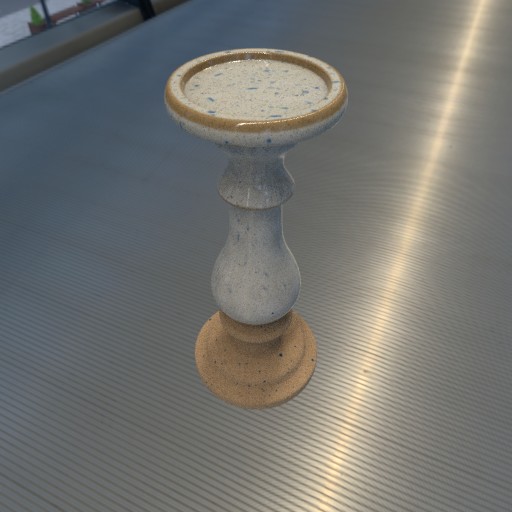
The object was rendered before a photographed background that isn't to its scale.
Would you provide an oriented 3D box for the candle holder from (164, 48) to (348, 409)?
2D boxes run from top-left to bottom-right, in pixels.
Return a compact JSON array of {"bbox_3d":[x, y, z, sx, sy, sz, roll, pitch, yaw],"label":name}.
[{"bbox_3d":[0.000,0.000,0.253,0.088,0.203,0.088,0,45,0],"label":"candle holder"}]
